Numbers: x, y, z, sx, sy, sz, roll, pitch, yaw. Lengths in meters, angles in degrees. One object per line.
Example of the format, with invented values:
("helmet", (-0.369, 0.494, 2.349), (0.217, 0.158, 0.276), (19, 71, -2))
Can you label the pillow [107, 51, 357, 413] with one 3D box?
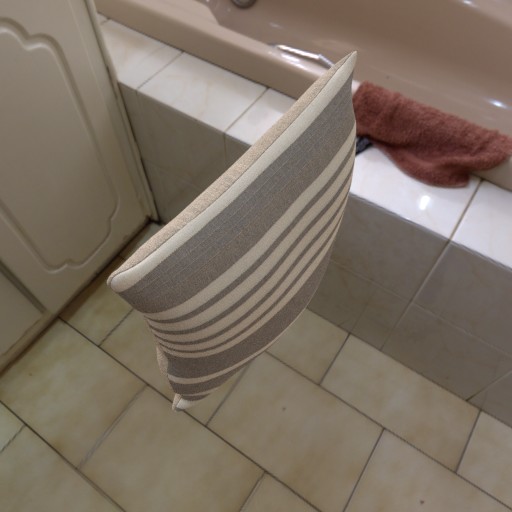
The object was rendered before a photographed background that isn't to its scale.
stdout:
("pillow", (0.000, 0.000, 0.651), (0.182, 0.440, 0.439), (32, 63, 19))
